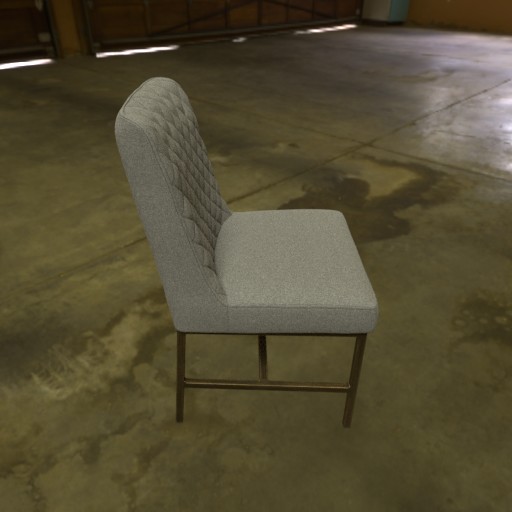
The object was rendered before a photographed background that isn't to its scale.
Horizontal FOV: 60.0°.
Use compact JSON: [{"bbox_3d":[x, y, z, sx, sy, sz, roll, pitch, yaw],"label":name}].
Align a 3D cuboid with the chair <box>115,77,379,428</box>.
[{"bbox_3d":[0.000,0.000,1.250,0.587,0.889,0.508,0,33,-1],"label":"chair"}]
